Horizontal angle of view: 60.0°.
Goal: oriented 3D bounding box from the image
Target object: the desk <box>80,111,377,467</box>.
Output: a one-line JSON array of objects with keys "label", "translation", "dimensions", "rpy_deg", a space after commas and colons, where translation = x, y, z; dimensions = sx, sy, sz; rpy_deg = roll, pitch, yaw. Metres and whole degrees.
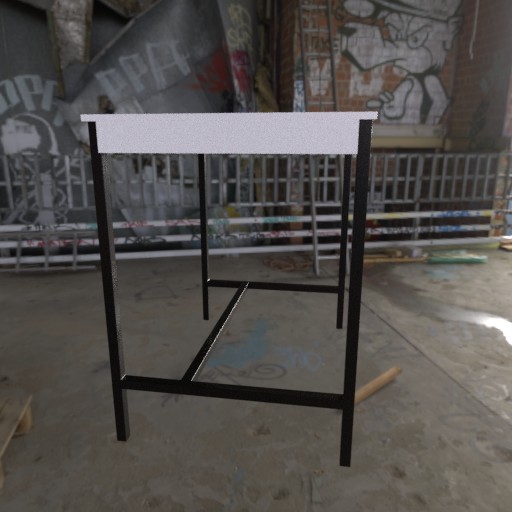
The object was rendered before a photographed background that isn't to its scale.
[{"label": "desk", "translation": [0.000, 0.000, 1.319], "dimensions": [0.573, 0.766, 0.811], "rpy_deg": [2, 15, 9]}]
